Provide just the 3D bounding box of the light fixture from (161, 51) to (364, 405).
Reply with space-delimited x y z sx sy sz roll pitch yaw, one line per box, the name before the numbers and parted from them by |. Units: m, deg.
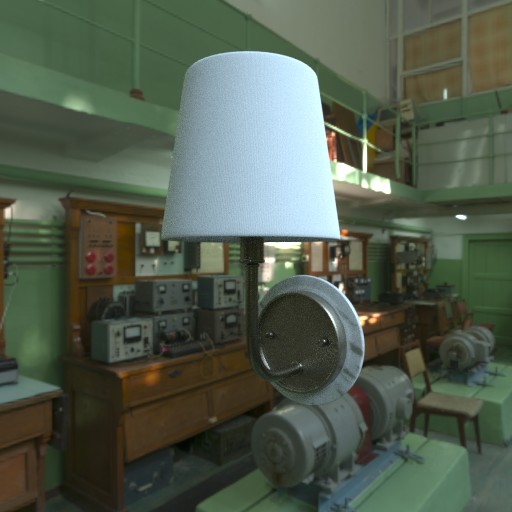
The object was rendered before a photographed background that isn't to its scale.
light fixture | 0.000 0.000 0.434 0.168 0.337 0.188 0 0 38
